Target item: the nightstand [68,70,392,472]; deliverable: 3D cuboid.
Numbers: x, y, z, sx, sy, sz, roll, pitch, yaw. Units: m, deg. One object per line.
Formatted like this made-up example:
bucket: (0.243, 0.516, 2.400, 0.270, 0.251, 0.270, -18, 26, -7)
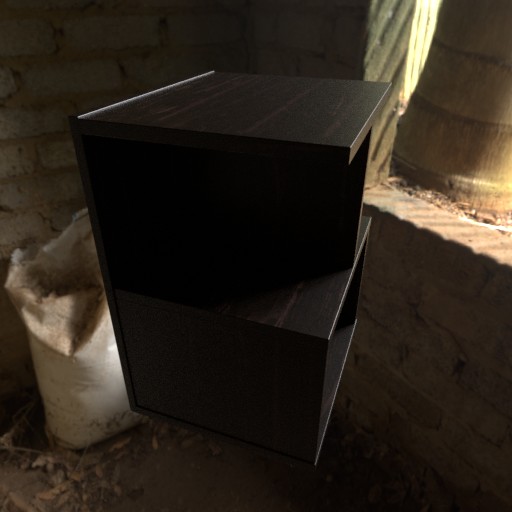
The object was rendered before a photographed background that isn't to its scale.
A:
nightstand: (0.000, 0.000, 0.806, 0.356, 0.559, 0.400, 11, 33, 18)
